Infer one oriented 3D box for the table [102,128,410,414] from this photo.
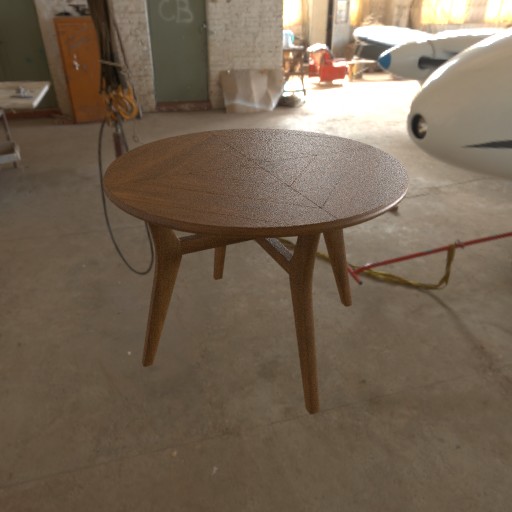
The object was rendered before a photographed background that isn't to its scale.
[{"bbox_3d":[0.000,0.000,1.770,1.055,0.757,1.055,0,30,0],"label":"table"}]
